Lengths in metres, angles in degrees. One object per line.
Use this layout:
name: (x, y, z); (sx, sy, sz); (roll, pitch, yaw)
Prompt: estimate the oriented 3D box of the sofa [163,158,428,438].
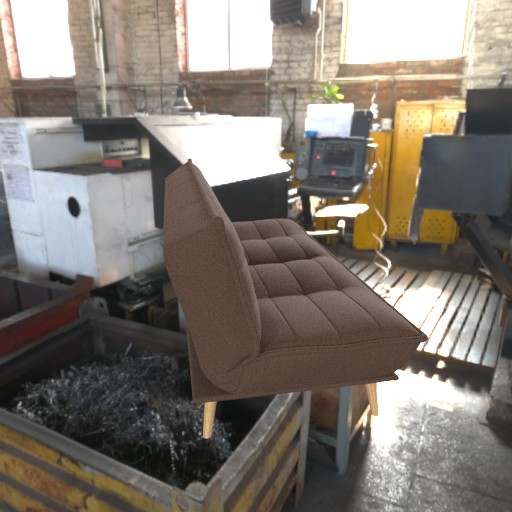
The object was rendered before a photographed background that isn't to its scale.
sofa: (0.000, 0.000, 2.437); (0.950, 0.890, 1.940); (-3, 18, -10)
